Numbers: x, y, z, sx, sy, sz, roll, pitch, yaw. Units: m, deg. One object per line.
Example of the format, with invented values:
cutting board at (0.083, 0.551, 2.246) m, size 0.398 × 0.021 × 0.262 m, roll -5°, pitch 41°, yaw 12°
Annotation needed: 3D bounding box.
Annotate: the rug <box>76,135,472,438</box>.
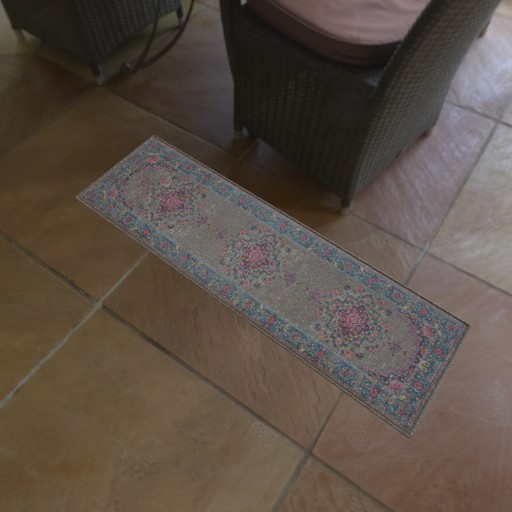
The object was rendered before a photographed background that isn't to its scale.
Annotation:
rug at (0.000, 0.000, 2.004) m, size 1.827 × 0.012 × 0.553 m, roll 33°, pitch 64°, yaw 19°
